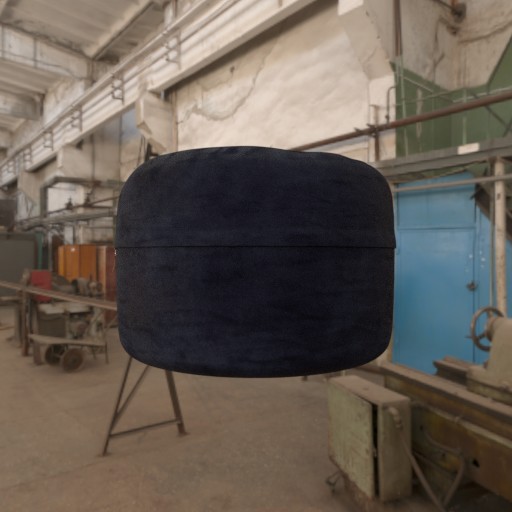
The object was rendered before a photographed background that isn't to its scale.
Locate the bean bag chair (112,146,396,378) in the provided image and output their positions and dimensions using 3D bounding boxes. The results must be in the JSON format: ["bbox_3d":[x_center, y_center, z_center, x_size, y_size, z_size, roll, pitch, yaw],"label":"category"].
[{"bbox_3d":[0.000,0.000,1.514,0.918,0.616,0.918,0,0,0],"label":"bean bag chair"}]
